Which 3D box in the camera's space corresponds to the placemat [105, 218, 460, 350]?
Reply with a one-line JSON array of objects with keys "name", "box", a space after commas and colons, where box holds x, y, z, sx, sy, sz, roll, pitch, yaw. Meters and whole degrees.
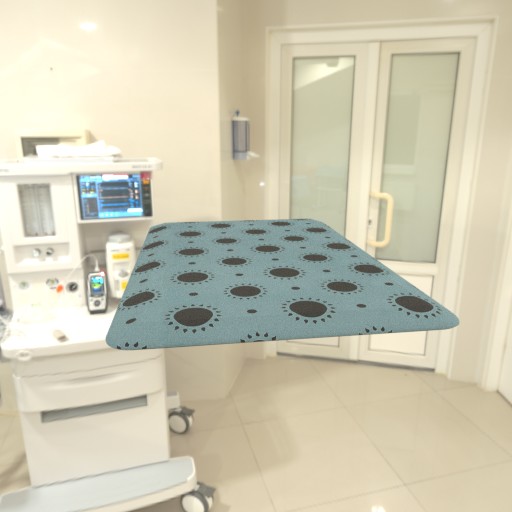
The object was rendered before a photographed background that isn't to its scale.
[{"name": "placemat", "box": [0.000, 0.000, 0.956, 0.508, 0.021, 0.762, -2, 16, -8]}]
